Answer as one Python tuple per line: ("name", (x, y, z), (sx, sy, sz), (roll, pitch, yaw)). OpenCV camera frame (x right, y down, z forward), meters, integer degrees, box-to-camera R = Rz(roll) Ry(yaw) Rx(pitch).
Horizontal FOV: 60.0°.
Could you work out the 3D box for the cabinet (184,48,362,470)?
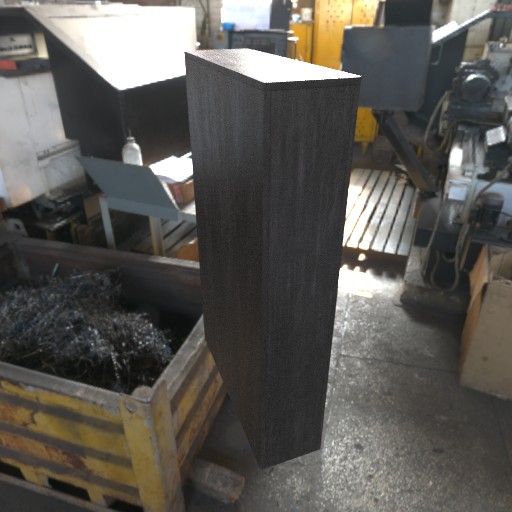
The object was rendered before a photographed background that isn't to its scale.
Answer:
("cabinet", (0.000, 0.000, 1.580), (0.250, 1.280, 0.750), (-11, 31, -18))
